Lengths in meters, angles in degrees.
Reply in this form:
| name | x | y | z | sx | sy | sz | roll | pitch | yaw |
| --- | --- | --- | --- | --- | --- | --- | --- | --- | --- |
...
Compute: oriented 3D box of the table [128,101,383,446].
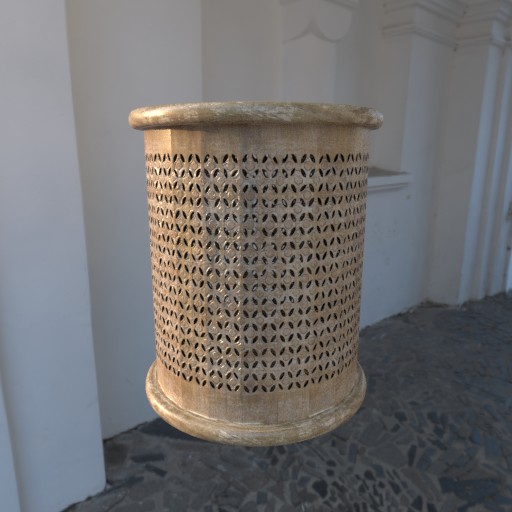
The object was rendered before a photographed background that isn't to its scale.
| name | x | y | z | sx | sy | sz | roll | pitch | yaw |
| --- | --- | --- | --- | --- | --- | --- | --- | --- | --- |
| table | 0.000 | 0.000 | 0.788 | 0.407 | 0.482 | 0.407 | 0 | 13 | 0 |
